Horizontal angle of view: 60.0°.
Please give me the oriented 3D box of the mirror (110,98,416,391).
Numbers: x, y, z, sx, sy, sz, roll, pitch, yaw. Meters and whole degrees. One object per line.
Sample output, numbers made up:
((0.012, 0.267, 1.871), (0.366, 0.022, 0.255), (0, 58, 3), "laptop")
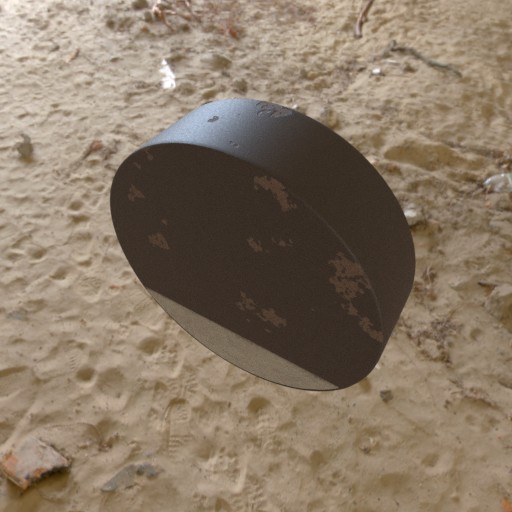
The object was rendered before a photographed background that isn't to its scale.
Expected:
((0.000, 0.000, 0.582), (0.386, 0.386, 0.126), (24, 51, 21), "mirror")
